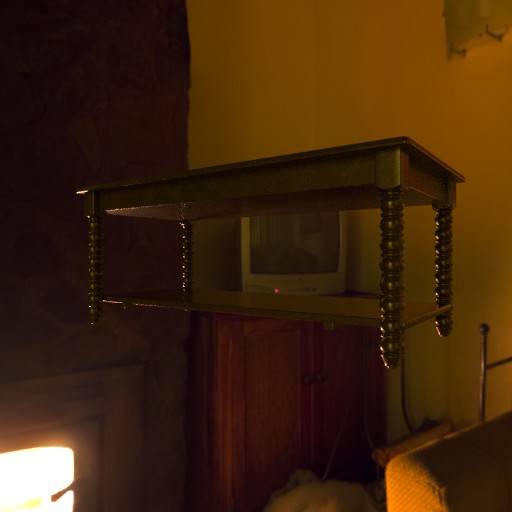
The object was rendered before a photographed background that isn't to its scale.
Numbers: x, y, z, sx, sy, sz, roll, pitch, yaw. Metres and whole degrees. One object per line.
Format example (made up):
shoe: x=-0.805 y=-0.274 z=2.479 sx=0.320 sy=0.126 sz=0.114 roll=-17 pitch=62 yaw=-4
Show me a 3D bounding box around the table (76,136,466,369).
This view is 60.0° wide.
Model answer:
table: x=0.000 y=0.000 z=1.464 sx=1.171 sy=0.487 sz=0.580 roll=0 pitch=0 yaw=36
